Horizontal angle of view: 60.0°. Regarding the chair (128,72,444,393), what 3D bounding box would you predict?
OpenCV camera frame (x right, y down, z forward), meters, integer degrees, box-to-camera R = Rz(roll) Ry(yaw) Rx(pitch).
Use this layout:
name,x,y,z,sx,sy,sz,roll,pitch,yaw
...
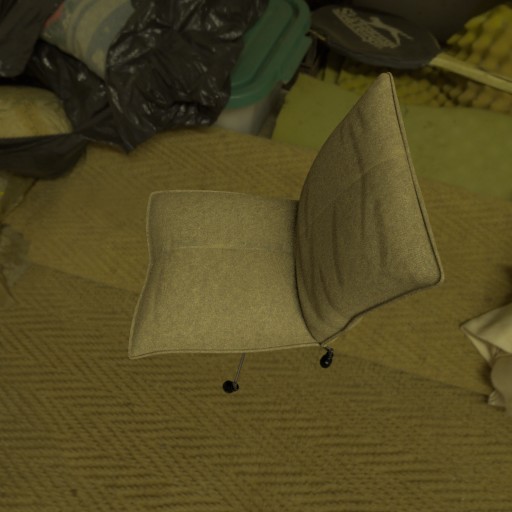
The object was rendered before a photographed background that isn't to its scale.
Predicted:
name,x,y,z,sx,sy,sz,roll,pitch,yaw
chair,0.000,0.000,1.278,0.696,0.811,0.597,0,59,0
